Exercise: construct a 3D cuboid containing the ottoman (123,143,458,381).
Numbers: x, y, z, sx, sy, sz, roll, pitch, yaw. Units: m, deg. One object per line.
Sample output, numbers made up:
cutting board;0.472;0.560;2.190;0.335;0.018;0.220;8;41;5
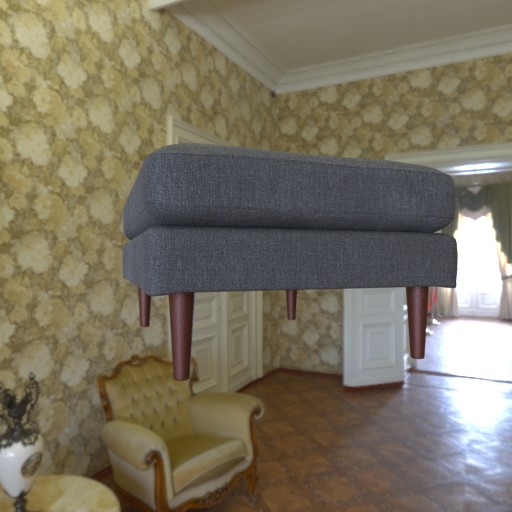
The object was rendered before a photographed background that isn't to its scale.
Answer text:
ottoman;0.000;0.000;1.262;0.693;0.474;0.821;0;-1;-20
